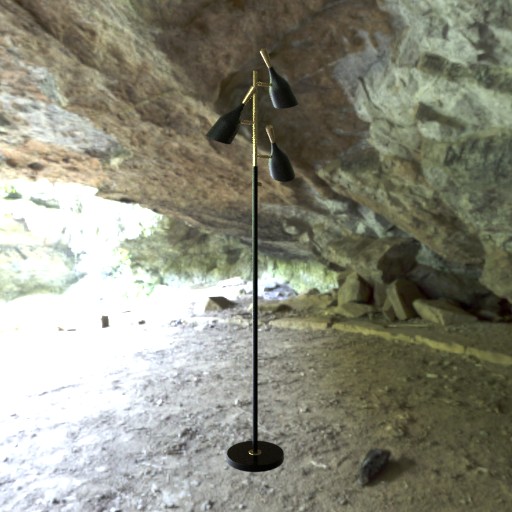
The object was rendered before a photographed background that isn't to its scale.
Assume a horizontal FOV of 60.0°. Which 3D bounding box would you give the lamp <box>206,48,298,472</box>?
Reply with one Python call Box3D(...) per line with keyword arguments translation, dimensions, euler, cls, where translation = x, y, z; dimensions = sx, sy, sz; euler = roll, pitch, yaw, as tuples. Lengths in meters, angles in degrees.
Box3D(translation=(0.000, 0.000, 1.949), dimensions=(0.434, 1.778, 0.253), euler=(0, 0, -19), cls="lamp")
